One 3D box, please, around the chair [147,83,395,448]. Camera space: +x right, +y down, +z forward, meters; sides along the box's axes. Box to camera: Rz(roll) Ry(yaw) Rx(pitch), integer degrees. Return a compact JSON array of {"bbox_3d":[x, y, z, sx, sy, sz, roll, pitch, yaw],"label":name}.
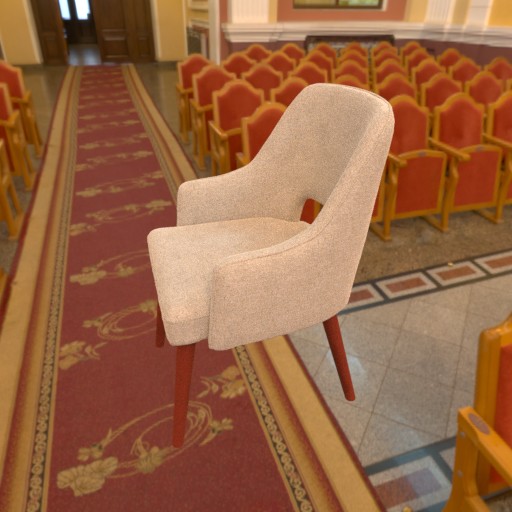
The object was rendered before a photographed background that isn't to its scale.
[{"bbox_3d":[0.000,0.000,1.239,0.605,0.849,0.548,-9,31,-15],"label":"chair"}]
